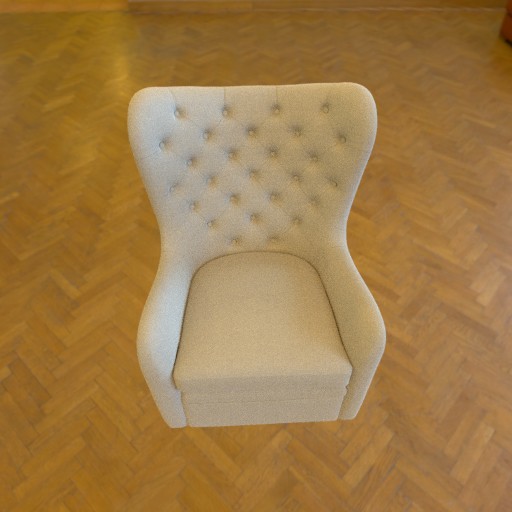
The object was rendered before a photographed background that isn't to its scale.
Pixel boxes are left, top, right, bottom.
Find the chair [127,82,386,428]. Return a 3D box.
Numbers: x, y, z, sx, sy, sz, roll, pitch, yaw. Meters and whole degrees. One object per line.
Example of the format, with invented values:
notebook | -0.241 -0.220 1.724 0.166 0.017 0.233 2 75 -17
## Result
chair | 0.000 0.000 1.711 0.831 1.079 0.929 -2 45 -2
